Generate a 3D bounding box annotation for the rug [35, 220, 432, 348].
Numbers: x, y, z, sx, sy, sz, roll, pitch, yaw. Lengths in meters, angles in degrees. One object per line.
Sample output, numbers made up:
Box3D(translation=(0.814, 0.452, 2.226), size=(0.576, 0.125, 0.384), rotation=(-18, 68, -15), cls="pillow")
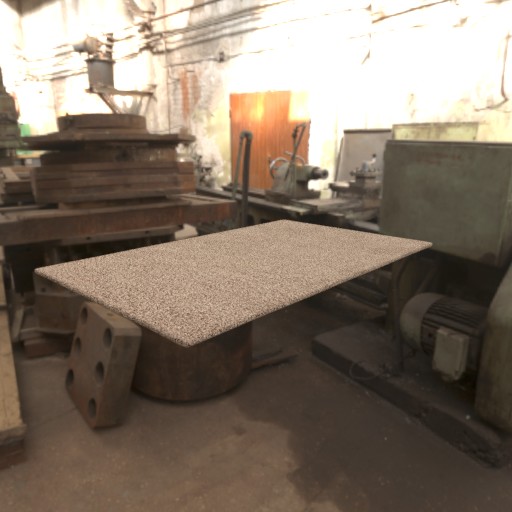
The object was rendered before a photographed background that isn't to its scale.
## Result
Box3D(translation=(0.000, 0.000, 3.122), size=(1.524, 0.030, 2.438), rotation=(13, 20, 42), cls="rug")
